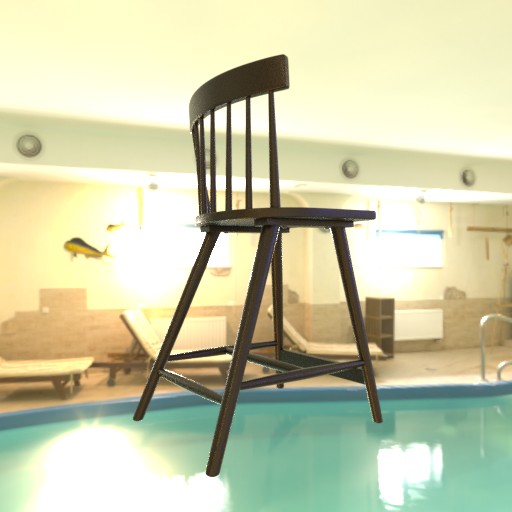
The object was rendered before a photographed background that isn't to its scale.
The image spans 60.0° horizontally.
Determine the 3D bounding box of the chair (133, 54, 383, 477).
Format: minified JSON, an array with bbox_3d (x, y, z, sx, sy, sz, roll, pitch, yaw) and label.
[{"bbox_3d":[0.000,0.000,1.286,0.572,0.952,0.483,1,-1,-37],"label":"chair"}]
